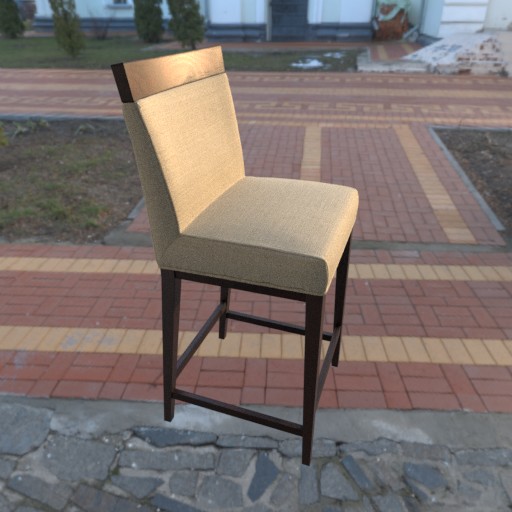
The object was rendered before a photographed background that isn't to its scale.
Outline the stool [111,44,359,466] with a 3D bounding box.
[{"bbox_3d":[0.000,0.000,1.345,0.531,1.117,0.511,10,31,17],"label":"stool"}]
